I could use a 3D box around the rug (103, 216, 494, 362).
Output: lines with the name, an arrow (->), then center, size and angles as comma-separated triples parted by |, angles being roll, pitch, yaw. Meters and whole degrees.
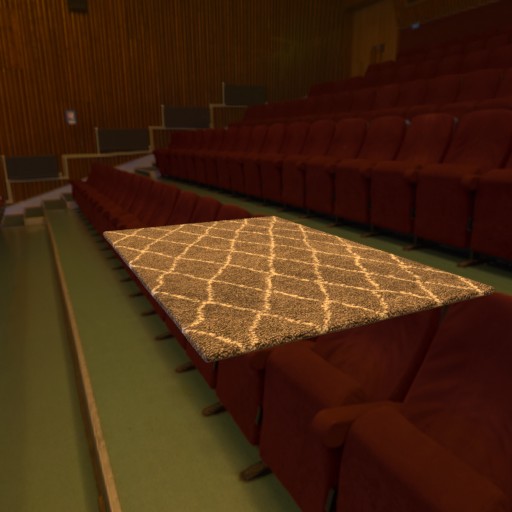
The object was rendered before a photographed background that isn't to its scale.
rug -> 0.000, 0.000, 2.243 | 1.219, 0.030, 1.778 | -8, 17, -26
